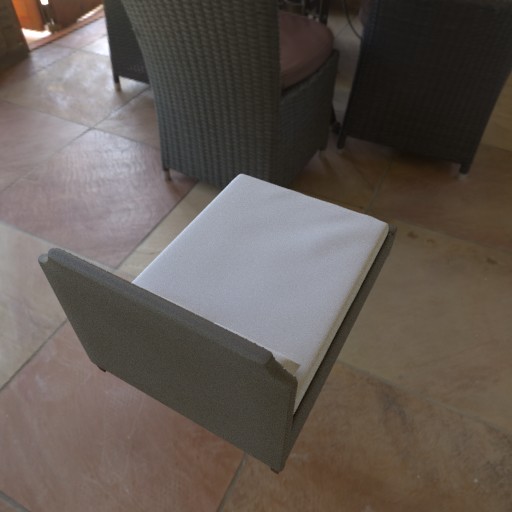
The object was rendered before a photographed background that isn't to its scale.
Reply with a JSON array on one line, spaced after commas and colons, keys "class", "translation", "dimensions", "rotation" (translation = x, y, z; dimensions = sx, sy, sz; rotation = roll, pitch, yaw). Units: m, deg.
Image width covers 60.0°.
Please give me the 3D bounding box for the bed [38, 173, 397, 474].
[{"class": "bed", "translation": [0.000, 0.000, 3.470], "dimensions": [1.712, 1.443, 2.372], "rotation": [22, 50, 20]}]
